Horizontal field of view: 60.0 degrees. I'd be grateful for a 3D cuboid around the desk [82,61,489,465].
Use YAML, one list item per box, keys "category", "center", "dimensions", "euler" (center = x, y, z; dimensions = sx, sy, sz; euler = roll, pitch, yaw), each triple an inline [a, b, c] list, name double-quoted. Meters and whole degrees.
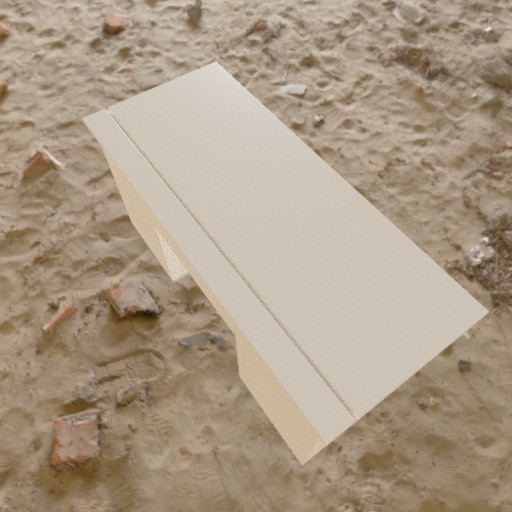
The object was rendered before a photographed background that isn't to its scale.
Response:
- category: "desk"
  center: [0.000, 0.000, 1.951]
  dimensions: [0.670, 0.760, 1.580]
  euler: [-31, 63, -18]
